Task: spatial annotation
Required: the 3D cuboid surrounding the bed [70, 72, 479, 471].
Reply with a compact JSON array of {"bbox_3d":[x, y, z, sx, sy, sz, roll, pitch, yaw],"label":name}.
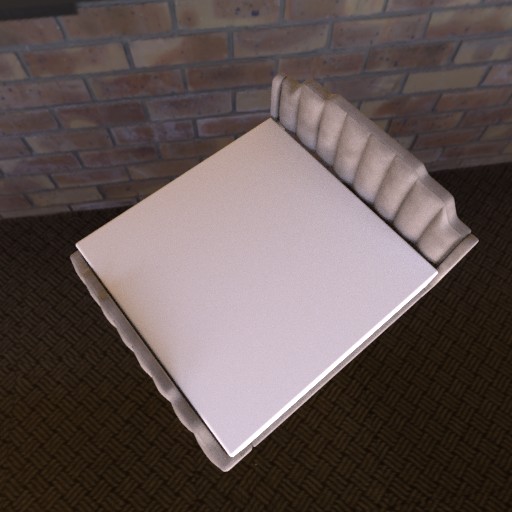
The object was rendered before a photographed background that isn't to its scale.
[{"bbox_3d":[0.000,0.000,3.450,2.340,1.245,2.074,-37,70,-16],"label":"bed"}]
